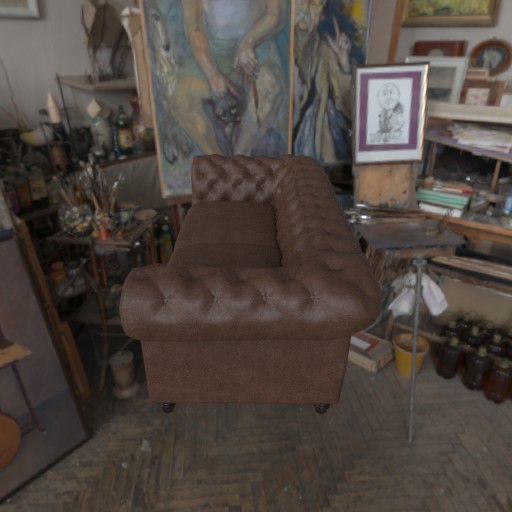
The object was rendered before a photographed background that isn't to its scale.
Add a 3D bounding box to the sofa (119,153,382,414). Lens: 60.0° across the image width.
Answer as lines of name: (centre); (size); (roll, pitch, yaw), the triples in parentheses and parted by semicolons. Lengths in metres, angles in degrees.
sofa: (0.000, 0.000, 2.539); (0.955, 0.784, 2.048); (0, 26, 0)
